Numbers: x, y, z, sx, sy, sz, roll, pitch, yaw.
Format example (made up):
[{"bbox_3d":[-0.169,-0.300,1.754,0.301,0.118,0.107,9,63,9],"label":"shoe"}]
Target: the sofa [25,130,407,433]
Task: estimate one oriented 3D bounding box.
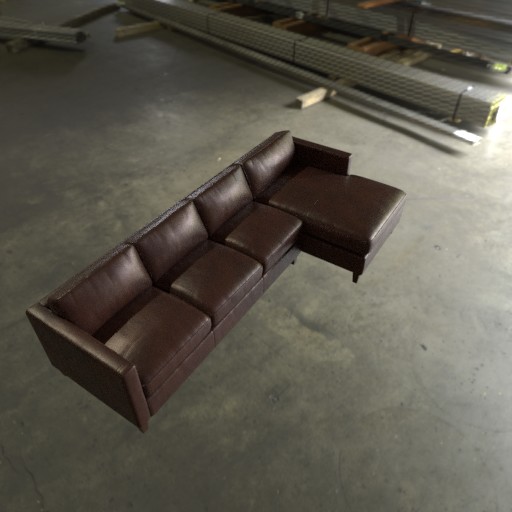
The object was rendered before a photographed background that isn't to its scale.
[{"bbox_3d":[0.000,0.000,3.809,1.581,0.883,3.203,24,46,25],"label":"sofa"}]
